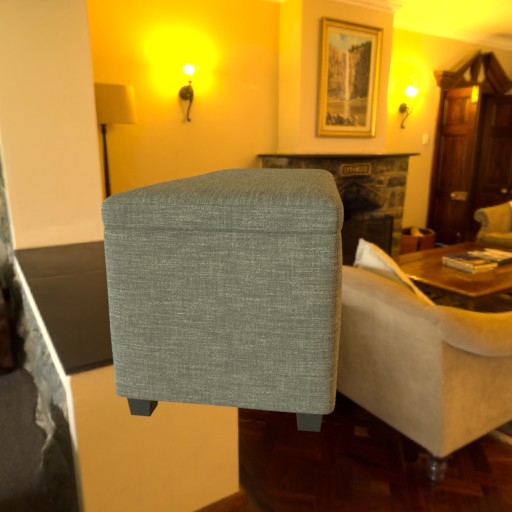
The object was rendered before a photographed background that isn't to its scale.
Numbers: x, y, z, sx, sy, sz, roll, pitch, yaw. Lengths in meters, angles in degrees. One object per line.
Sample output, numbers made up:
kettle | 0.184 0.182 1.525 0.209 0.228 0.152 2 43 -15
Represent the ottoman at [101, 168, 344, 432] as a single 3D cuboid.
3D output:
ottoman | 0.000 0.000 1.169 0.419 0.432 0.902 2 14 8
